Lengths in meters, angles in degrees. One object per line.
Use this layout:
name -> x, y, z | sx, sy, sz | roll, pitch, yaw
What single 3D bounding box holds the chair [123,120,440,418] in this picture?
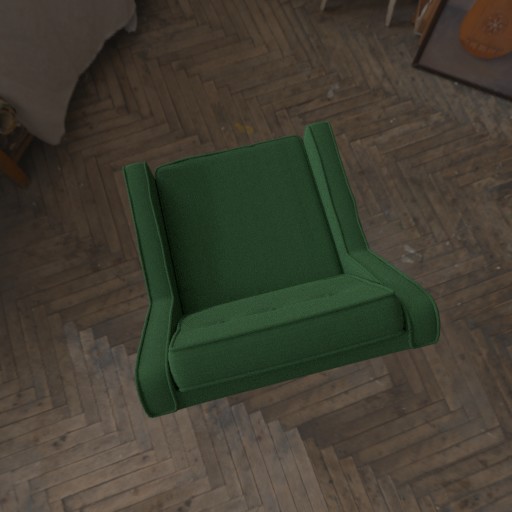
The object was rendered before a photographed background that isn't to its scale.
chair -> 0.000, 0.000, 1.338 | 0.663, 0.792, 0.743 | -14, 75, -4
